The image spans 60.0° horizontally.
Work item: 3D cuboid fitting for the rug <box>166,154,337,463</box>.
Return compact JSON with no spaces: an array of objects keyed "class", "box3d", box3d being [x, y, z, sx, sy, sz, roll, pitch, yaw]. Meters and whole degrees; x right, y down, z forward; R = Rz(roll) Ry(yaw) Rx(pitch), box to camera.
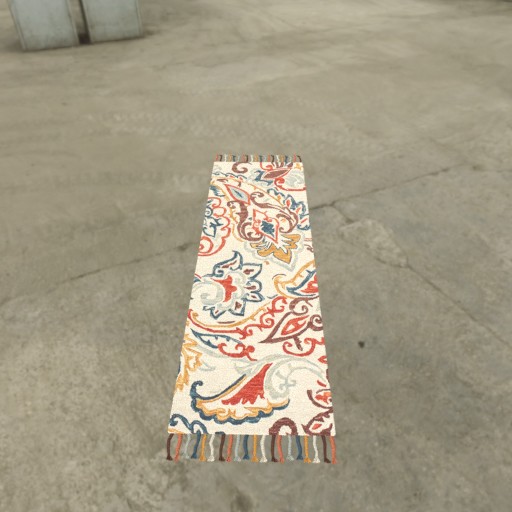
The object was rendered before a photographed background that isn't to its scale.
[{"class":"rug","box3d":[0.000,0.000,2.919,0.763,0.015,2.682,1,42,1]}]
